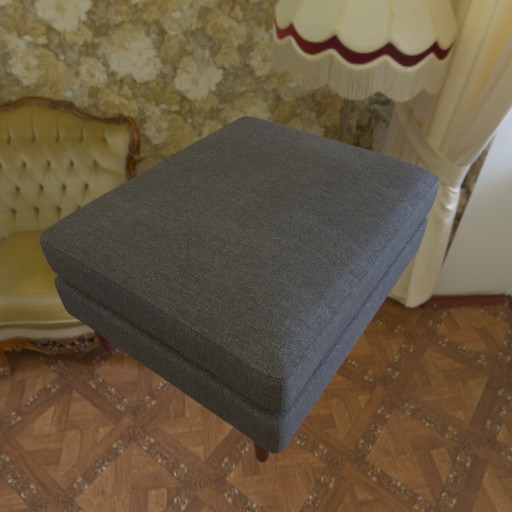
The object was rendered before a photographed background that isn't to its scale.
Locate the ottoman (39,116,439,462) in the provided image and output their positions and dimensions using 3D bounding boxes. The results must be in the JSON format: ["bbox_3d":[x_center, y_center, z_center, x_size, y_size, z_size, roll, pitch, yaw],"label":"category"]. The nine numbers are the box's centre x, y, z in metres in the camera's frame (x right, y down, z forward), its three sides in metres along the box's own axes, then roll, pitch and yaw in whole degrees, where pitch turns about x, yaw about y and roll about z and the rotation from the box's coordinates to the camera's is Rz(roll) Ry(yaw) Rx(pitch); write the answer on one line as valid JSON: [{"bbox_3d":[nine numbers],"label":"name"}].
[{"bbox_3d":[0.000,0.000,1.234,0.693,0.474,0.821,25,47,26],"label":"ottoman"}]
